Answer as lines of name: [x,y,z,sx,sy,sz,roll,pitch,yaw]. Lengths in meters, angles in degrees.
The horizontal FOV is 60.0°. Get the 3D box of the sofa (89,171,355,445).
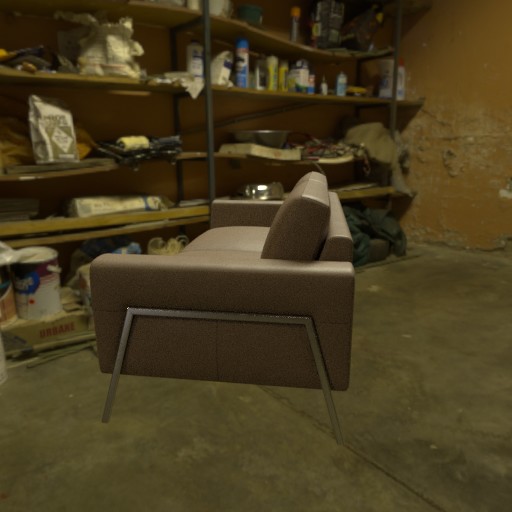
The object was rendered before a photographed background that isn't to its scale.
sofa: [0.000,0.000,2.515,0.953,0.875,2.017,2,14,8]
